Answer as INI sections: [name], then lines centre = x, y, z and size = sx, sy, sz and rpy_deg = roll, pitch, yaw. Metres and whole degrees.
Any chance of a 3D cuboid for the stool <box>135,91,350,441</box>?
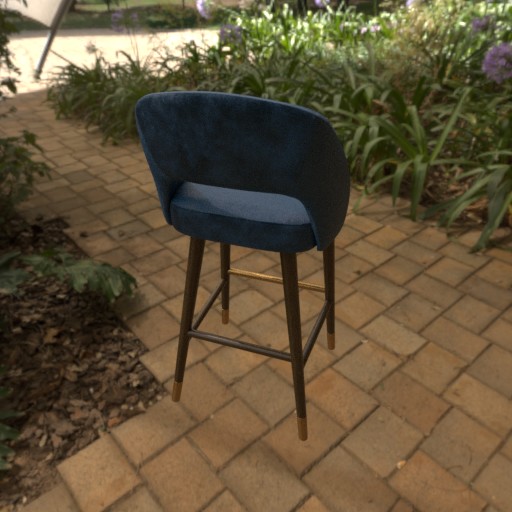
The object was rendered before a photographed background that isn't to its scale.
[stool]
centre = 0.000, 0.000, 1.317
size = 0.514, 1.016, 0.515
rpy_deg = 11, 33, 17
